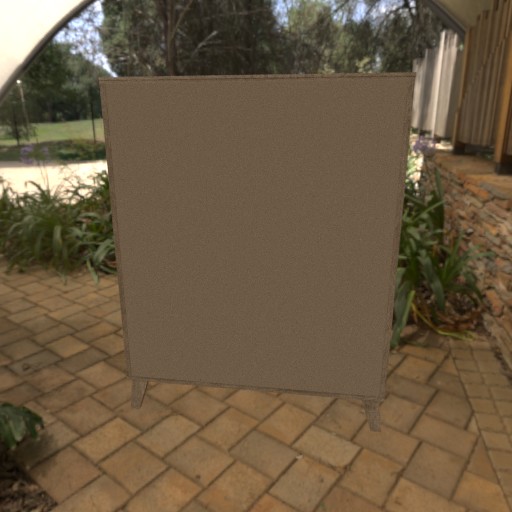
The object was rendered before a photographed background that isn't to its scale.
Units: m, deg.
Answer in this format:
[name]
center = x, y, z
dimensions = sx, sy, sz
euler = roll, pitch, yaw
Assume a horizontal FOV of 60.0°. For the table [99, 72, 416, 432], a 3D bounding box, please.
[table]
center = 0.000, 0.000, 1.527
dimensions = 0.902, 1.135, 0.256
euler = 2, 17, 8
